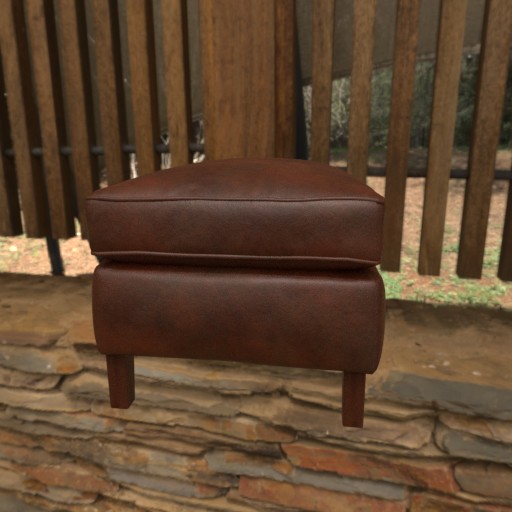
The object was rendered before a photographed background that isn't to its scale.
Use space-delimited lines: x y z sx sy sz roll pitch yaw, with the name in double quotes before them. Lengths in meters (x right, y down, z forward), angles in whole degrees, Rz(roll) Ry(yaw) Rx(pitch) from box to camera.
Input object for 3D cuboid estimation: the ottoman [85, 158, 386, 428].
"ottoman" 0.000 0.000 0.997 0.501 0.432 0.665 2 13 8
